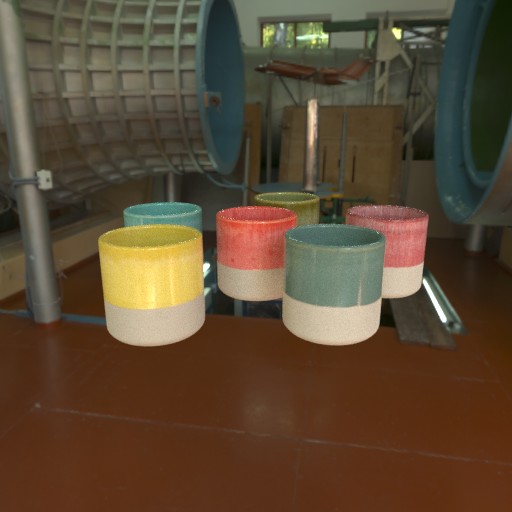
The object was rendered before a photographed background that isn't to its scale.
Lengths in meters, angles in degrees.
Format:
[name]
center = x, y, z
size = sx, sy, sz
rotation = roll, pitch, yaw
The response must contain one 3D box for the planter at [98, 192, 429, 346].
[planter]
center = 0.000, 0.000, 0.408
size = 0.257, 0.075, 0.286
rotation = 15, 22, 42
